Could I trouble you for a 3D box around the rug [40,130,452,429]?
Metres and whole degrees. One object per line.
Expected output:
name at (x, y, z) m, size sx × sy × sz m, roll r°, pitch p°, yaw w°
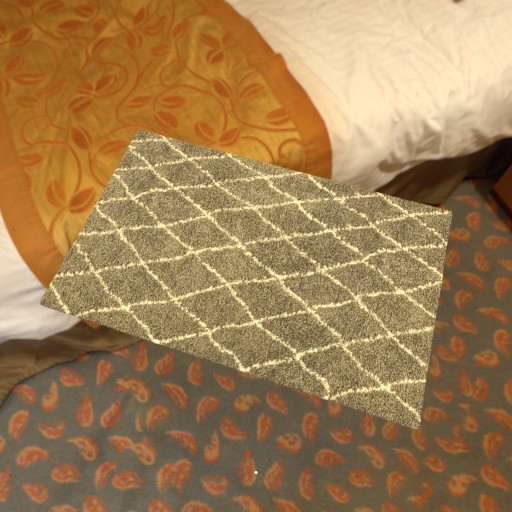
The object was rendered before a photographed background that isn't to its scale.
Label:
rug at (0.000, 0.000, 2.998) m, size 2.438 × 0.030 × 1.524 m, roll 16°, pitch 65°, yaw 8°
